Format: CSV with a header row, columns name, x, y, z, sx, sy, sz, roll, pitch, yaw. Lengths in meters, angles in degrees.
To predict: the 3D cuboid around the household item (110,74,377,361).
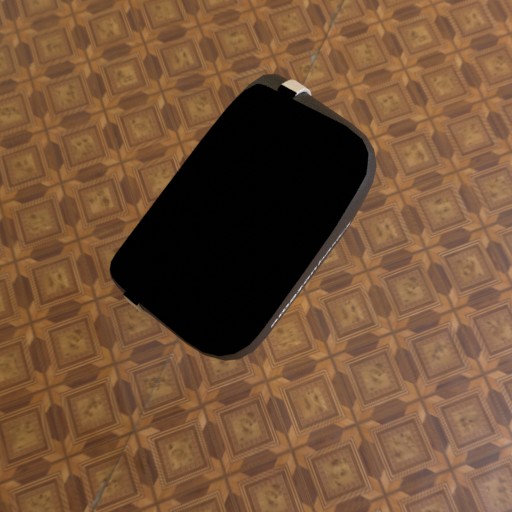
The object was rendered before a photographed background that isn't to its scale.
name,x,y,z,sx,sy,sz,roll,pitch,yaw
household item,0.000,0.000,0.148,0.038,0.114,0.070,37,80,8
